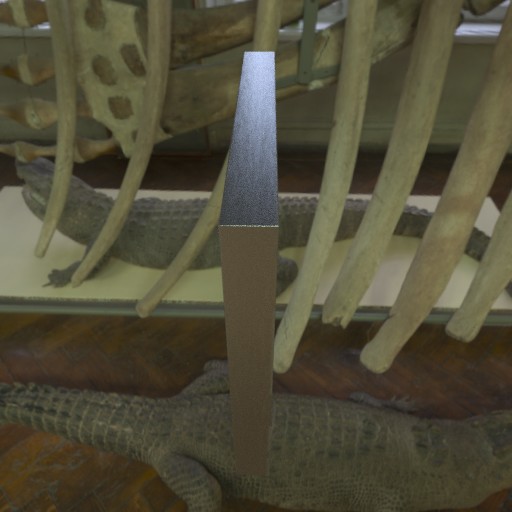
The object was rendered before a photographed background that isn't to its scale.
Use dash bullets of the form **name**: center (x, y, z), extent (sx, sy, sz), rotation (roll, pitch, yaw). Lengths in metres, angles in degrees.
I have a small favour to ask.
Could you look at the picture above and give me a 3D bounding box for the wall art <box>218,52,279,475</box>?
- **wall art**: center (0.000, 0.000, 0.517), extent (0.038, 0.350, 0.350), rotation (1, 41, 1)
